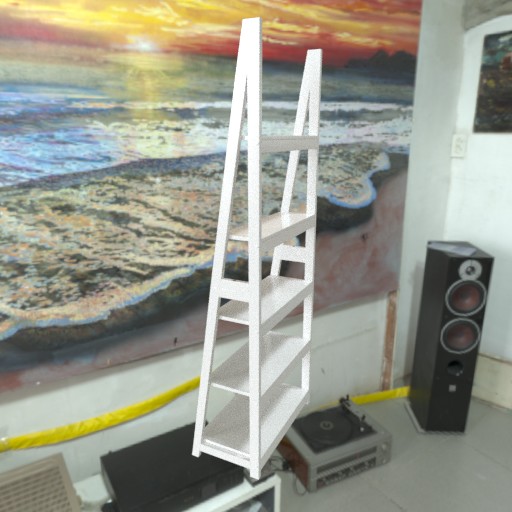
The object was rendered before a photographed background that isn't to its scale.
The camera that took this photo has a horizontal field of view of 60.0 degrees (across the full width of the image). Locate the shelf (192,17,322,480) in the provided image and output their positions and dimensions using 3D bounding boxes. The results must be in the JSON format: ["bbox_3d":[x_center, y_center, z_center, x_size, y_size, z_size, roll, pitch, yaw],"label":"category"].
[{"bbox_3d":[0.000,0.000,1.997,0.341,1.779,0.636,8,17,26],"label":"shelf"}]
